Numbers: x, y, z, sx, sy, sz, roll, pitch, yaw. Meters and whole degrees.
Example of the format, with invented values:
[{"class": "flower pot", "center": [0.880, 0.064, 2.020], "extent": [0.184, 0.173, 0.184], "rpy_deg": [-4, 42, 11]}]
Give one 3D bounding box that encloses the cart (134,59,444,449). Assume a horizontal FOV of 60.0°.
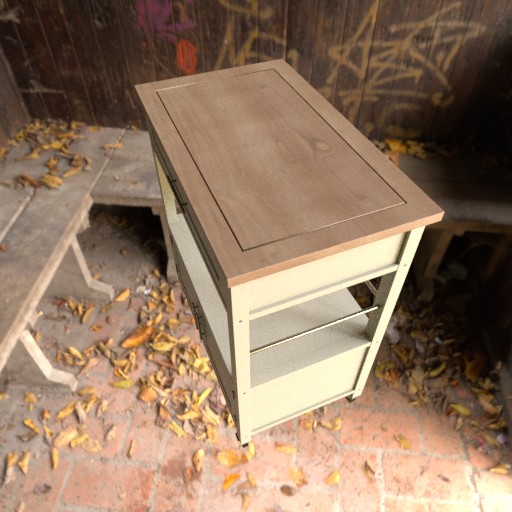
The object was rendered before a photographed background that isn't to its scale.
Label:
[{"class": "cart", "center": [0.000, 0.000, 1.409], "extent": [0.459, 0.901, 0.840], "rpy_deg": [-17, 49, -15]}]
